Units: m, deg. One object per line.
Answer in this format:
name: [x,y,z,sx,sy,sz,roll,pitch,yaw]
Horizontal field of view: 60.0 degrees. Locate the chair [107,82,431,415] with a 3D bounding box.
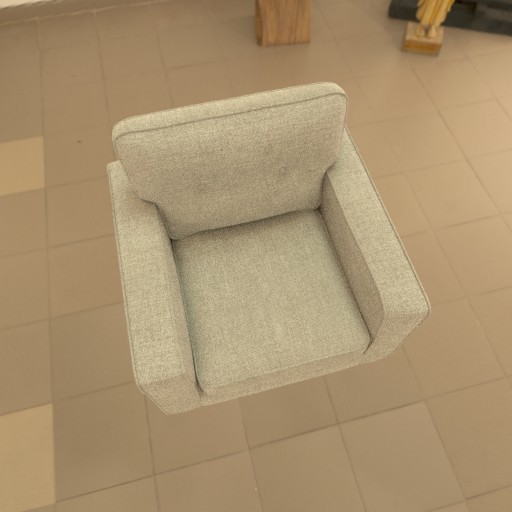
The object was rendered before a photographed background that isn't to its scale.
chair: [0.000,0.000,1.758,1.015,0.965,0.939,-13,63,-7]
